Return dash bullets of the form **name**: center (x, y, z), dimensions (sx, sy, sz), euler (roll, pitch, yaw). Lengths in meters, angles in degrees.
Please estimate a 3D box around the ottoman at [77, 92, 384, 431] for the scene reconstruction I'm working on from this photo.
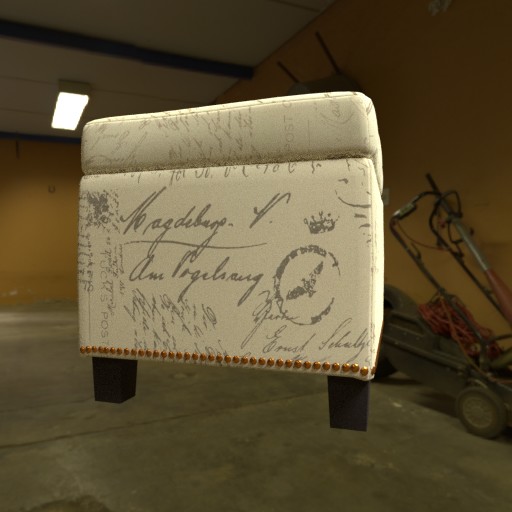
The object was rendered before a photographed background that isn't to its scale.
- **ottoman**: center (0.000, 0.000, 0.824), dimensions (0.450, 0.457, 0.449), euler (0, 0, 17)
